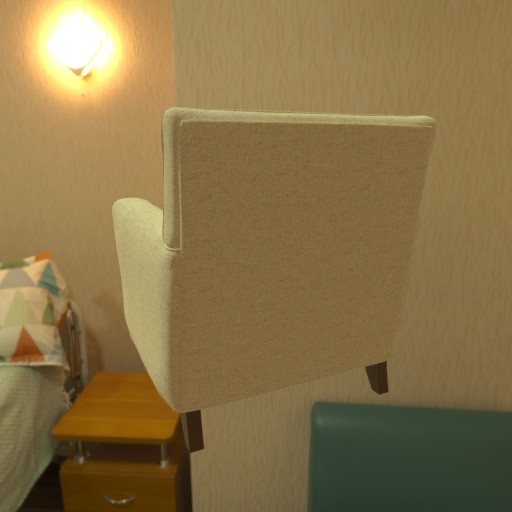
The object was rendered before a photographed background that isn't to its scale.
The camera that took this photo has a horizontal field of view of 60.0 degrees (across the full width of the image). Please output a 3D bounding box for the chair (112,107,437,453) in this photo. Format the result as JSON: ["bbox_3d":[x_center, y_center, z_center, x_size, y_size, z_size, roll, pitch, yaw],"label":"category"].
[{"bbox_3d":[0.000,0.000,1.589,0.870,0.943,0.823,-7,16,-25],"label":"chair"}]
